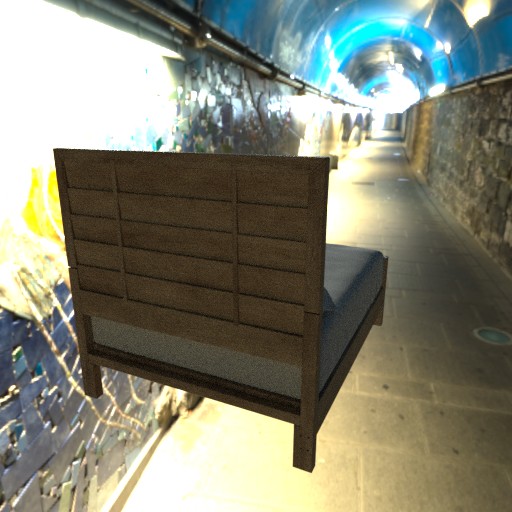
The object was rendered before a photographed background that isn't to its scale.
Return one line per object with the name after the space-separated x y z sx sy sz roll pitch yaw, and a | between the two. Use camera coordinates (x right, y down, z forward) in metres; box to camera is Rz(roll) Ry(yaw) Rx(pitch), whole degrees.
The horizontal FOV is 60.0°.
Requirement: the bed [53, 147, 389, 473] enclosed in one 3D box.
0.000 0.000 3.298 1.615 1.631 2.017 8 19 24 | bed
